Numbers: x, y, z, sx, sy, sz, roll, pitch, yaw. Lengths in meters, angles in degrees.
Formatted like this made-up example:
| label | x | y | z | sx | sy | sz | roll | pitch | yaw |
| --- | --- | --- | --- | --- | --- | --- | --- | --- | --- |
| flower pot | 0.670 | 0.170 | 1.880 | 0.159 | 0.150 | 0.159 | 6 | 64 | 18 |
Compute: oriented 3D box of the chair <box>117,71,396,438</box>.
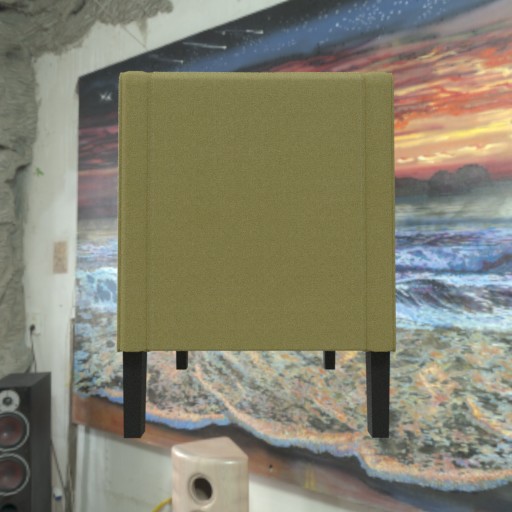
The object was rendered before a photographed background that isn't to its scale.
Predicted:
| label | x | y | z | sx | sy | sz | roll | pitch | yaw |
| --- | --- | --- | --- | --- | --- | --- | --- | --- | --- |
| chair | 0.000 | 0.000 | 1.465 | 0.696 | 0.896 | 0.814 | 0 | -1 | 0 |
